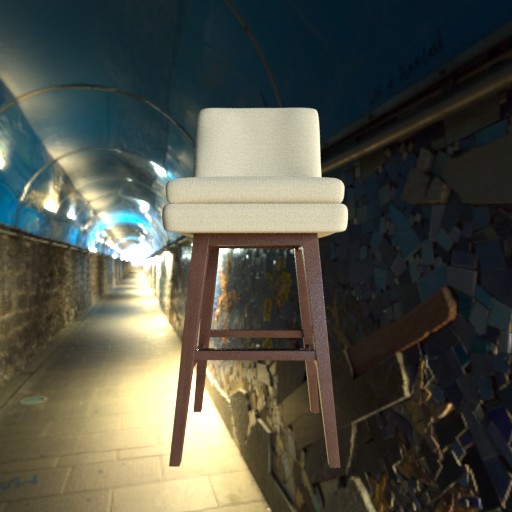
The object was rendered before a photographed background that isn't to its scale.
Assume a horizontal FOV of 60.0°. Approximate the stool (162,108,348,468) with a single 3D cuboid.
[{"bbox_3d":[0.000,0.000,1.386,0.483,1.093,0.559,0,-1,1],"label":"stool"}]
